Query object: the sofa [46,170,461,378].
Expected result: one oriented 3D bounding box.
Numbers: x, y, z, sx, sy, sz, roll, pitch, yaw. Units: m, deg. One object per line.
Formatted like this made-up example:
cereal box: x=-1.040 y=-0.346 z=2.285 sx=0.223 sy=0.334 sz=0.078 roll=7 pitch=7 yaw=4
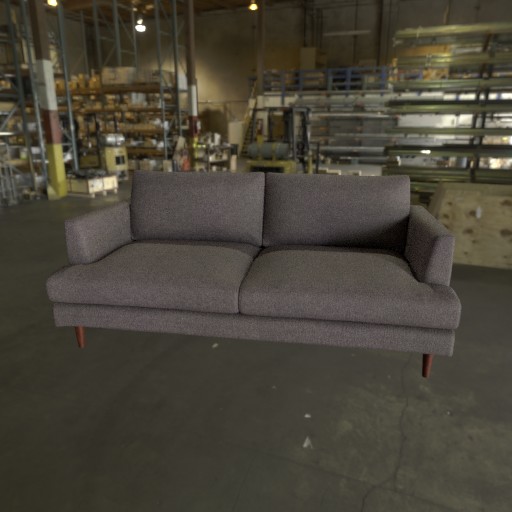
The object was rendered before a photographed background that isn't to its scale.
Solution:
sofa: x=0.000 y=0.000 z=2.494 sx=1.948 sy=0.868 sz=1.020 roll=3 pitch=17 yaw=9
